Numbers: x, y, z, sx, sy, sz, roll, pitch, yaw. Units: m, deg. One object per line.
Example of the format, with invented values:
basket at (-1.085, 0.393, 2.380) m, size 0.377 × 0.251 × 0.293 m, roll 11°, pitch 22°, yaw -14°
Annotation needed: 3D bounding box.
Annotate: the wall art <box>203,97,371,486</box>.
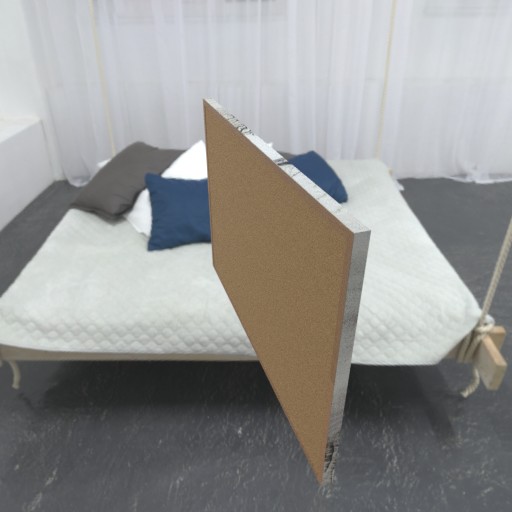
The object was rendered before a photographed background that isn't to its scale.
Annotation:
wall art at (0.000, 0.000, 1.433) m, size 0.035 × 0.758 × 1.141 m, roll -10°, pitch 33°, yaw -16°
